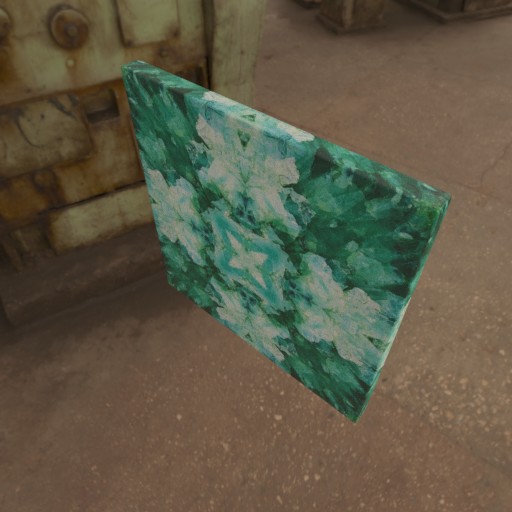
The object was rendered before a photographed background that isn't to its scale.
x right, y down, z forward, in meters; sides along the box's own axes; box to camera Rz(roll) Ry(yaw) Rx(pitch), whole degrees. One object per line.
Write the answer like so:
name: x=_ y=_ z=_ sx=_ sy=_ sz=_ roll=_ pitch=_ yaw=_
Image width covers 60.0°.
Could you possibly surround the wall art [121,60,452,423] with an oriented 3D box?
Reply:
wall art: x=0.000 y=0.000 z=0.742 sx=0.507 sy=0.508 sz=0.038 roll=32 pitch=54 yaw=27
